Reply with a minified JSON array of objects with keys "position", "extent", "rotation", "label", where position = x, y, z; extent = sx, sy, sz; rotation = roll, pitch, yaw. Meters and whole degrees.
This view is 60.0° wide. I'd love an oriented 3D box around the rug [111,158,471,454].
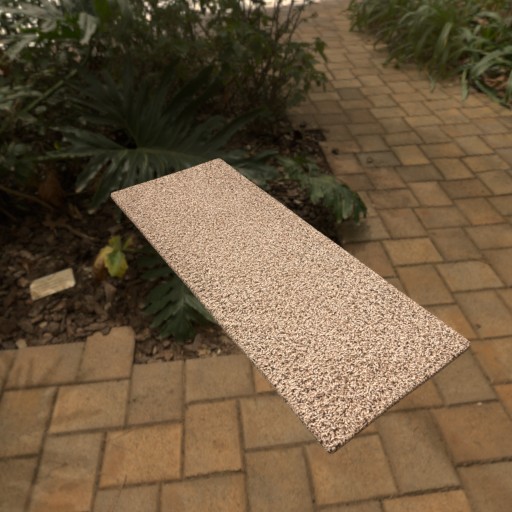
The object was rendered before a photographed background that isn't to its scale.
[{"position":[0.000,0.000,1.752],"extent":[0.609,0.030,1.524],"rotation":[-25,46,-26],"label":"rug"}]
